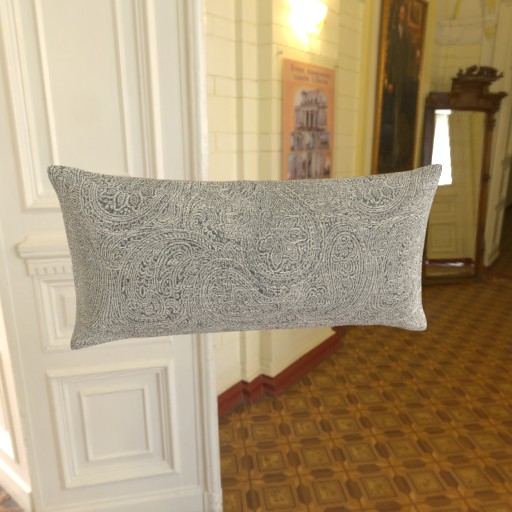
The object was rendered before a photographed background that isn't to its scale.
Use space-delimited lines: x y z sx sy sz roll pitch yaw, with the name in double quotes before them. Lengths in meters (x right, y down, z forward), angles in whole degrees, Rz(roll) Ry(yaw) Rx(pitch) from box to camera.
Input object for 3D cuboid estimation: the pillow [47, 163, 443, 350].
"pillow" 0.000 0.000 0.723 0.615 0.295 0.151 -2 15 -7
